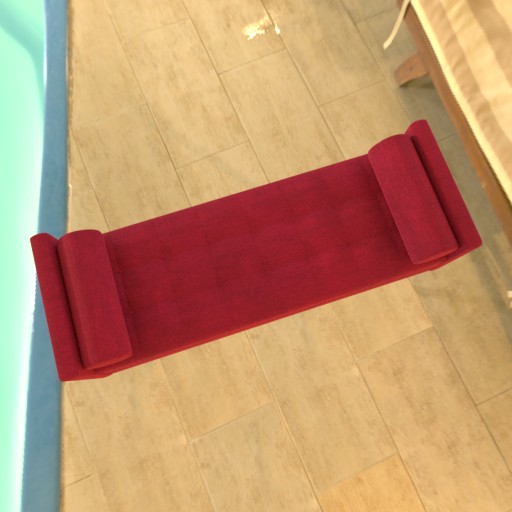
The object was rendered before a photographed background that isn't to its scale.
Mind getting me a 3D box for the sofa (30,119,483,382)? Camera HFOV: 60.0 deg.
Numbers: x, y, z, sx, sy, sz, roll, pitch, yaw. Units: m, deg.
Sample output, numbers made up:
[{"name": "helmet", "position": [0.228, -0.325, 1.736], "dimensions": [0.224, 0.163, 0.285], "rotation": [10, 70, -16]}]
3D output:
[{"name": "sofa", "position": [0.000, 0.000, 2.320], "dimensions": [1.981, 0.635, 0.686], "rotation": [-17, 77, -4]}]
